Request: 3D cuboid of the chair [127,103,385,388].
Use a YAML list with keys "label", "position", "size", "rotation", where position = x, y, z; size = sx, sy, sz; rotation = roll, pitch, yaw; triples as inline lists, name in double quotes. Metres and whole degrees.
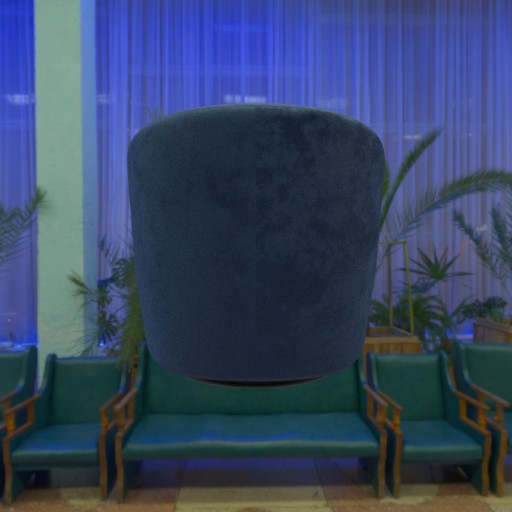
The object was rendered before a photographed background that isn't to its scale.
- label: "chair"
  position: [0.000, 0.000, 1.349]
  size: [0.773, 0.698, 0.767]
  rotation: [0, 1, 0]
